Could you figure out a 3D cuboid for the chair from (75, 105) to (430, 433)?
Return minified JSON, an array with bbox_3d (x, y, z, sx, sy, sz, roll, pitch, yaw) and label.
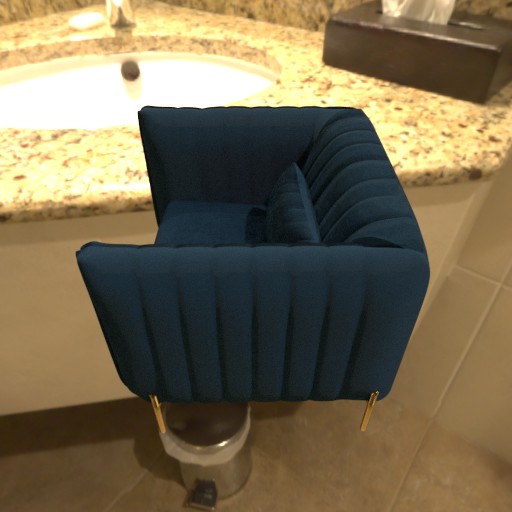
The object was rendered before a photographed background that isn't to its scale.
[{"bbox_3d":[0.000,0.000,1.593,0.877,0.793,0.947,0,42,0],"label":"chair"}]
